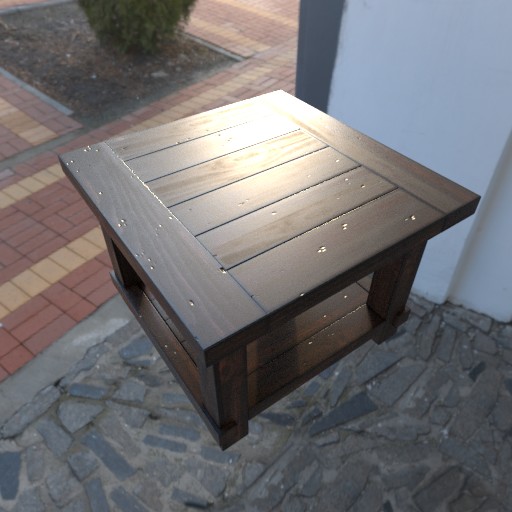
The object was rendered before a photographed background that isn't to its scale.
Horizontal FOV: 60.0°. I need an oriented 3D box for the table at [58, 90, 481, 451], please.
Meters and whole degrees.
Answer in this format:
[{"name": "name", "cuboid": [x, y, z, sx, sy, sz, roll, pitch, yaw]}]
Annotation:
[{"name": "table", "cuboid": [0.000, 0.000, 1.020, 0.593, 0.437, 0.606, -26, 48, -25]}]
